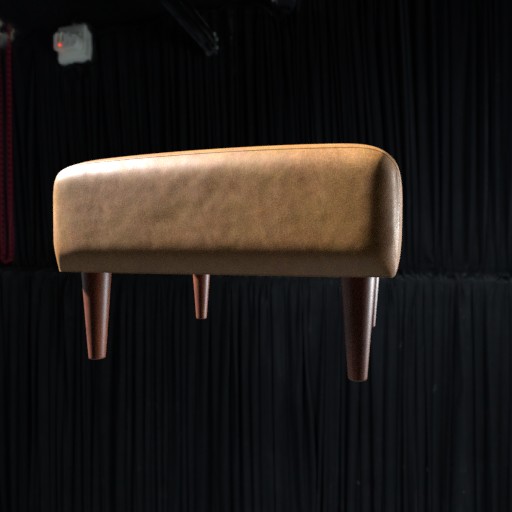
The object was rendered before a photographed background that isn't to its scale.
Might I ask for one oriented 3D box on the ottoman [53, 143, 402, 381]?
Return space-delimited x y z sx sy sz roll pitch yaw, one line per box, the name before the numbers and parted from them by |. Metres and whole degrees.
ottoman | 0.000 0.000 1.056 0.650 0.399 0.650 0 1 16
